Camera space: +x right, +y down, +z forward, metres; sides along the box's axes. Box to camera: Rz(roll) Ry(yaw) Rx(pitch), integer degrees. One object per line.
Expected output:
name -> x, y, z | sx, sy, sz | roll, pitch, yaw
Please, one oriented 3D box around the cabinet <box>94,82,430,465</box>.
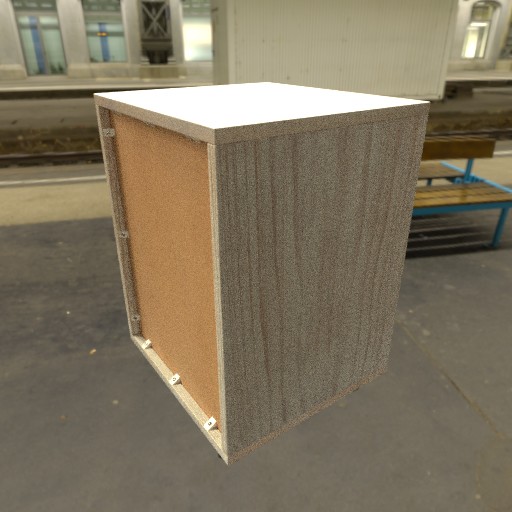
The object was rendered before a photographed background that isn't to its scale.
cabinet -> 0.000, 0.000, 0.852 | 0.401, 0.579, 0.409 | -18, 31, -32
